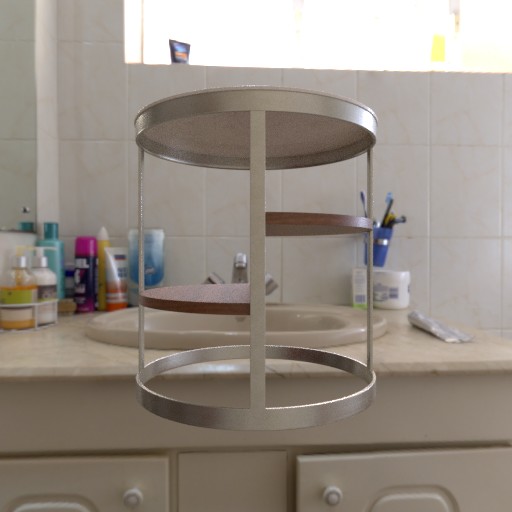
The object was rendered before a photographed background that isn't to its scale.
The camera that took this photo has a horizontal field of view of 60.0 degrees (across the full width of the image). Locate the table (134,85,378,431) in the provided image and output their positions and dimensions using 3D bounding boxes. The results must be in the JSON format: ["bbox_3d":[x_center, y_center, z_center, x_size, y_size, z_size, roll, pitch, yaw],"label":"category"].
[{"bbox_3d":[0.000,0.000,0.768,0.407,0.447,0.407,0,0,0],"label":"table"}]
